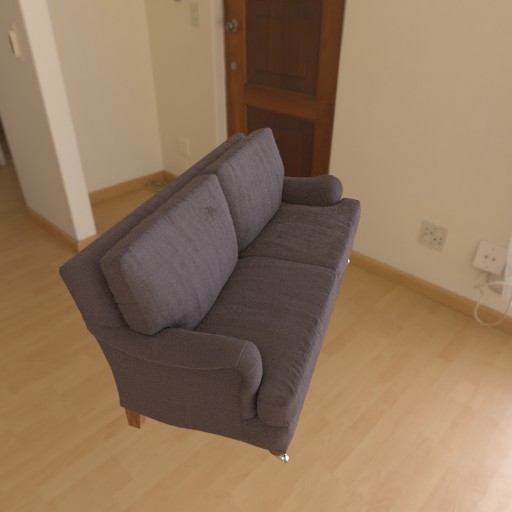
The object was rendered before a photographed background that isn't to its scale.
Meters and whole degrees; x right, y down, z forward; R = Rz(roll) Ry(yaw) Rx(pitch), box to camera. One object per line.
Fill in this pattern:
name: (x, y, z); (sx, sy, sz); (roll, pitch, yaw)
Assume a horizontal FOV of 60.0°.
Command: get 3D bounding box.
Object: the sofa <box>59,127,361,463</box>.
sofa: (0.000, 0.000, 2.807); (1.086, 1.087, 2.165); (10, 33, 16)
